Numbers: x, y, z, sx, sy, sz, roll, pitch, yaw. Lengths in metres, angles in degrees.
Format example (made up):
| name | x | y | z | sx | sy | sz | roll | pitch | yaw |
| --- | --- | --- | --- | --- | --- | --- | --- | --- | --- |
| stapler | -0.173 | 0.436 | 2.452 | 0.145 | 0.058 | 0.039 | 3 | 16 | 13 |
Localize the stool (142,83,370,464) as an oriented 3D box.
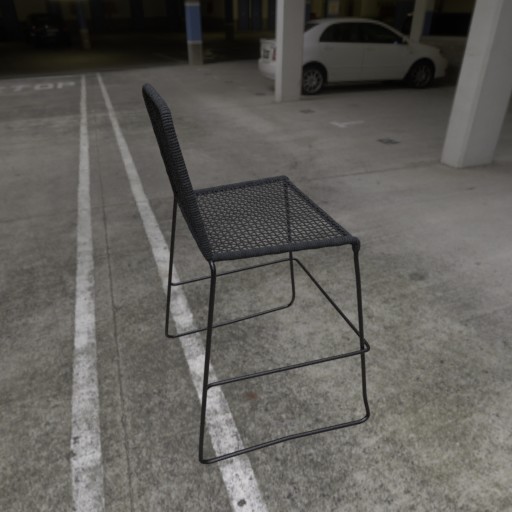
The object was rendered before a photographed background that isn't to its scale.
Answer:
| name | x | y | z | sx | sy | sz | roll | pitch | yaw |
| --- | --- | --- | --- | --- | --- | --- | --- | --- | --- |
| stool | 0.000 | 0.000 | 1.235 | 0.509 | 0.905 | 0.590 | -10 | 33 | -17 |
